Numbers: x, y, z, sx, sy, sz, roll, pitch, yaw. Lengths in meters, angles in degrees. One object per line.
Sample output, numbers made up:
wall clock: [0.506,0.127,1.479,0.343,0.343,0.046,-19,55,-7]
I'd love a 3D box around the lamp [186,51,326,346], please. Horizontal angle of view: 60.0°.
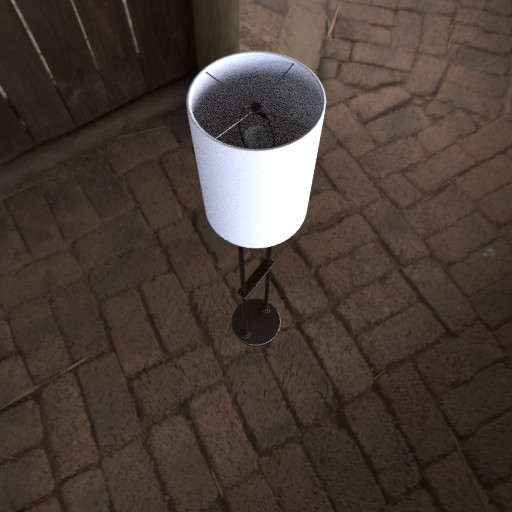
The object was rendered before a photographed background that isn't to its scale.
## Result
lamp: [0.000,0.000,1.635,0.305,1.500,0.306,34,67,16]
